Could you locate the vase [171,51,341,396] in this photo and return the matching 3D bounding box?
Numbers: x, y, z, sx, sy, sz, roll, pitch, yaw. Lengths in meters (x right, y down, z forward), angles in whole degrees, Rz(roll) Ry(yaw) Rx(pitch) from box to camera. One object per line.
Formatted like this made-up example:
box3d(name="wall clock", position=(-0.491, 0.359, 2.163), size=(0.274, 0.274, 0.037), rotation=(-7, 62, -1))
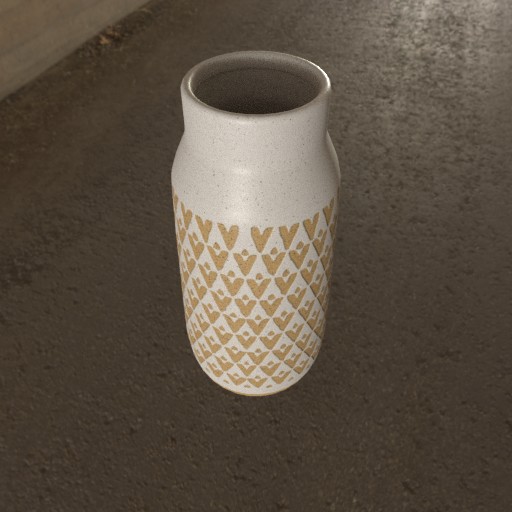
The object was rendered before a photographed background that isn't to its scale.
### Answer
box3d(name="vase", position=(0.000, 0.000, 0.377), size=(0.137, 0.307, 0.137), rotation=(0, 47, 0))
